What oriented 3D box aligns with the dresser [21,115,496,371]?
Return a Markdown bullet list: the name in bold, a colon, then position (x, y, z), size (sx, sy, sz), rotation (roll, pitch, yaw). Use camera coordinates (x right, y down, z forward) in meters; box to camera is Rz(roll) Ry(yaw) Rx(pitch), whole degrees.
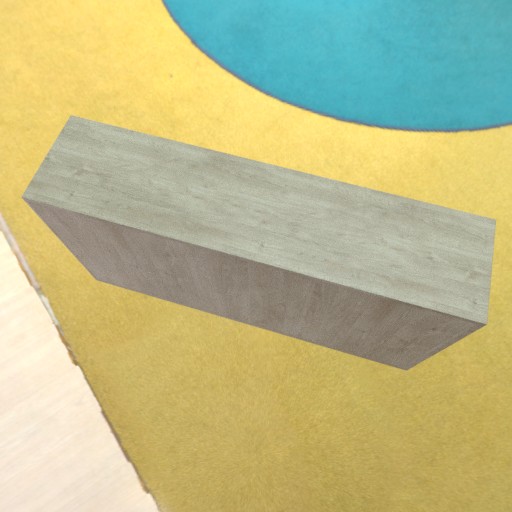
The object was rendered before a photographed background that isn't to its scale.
- **dresser**: position (0.000, 0.000, 1.882), size (1.590, 0.795, 0.390), rotation (15, 66, 7)
